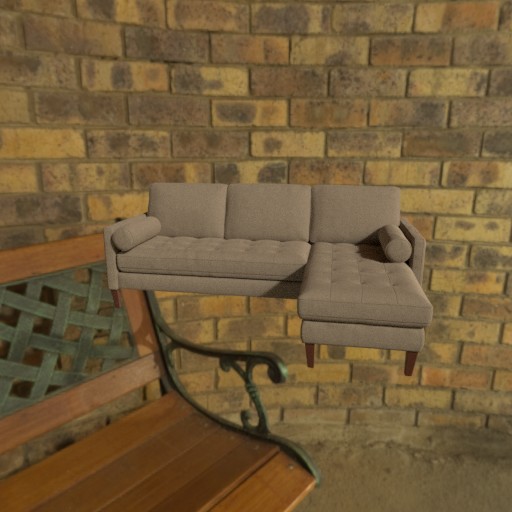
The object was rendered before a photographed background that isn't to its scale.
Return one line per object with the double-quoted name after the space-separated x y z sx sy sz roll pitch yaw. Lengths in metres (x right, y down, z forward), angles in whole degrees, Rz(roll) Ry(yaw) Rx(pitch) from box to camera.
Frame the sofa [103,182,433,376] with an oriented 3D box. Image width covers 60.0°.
0.000 0.000 3.032 2.178 0.875 1.506 3 15 10 "sofa"
